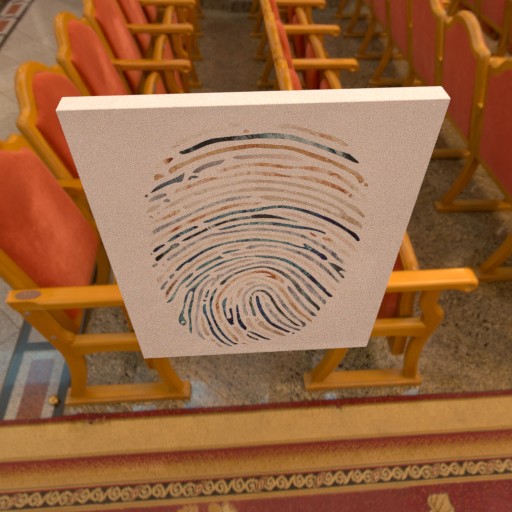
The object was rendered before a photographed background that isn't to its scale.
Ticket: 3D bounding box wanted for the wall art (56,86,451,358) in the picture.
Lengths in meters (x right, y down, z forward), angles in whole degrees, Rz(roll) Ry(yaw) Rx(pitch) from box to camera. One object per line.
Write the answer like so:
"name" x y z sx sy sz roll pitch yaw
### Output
"wall art" 0.000 0.000 0.801 0.508 0.606 0.037 -3 47 -2
